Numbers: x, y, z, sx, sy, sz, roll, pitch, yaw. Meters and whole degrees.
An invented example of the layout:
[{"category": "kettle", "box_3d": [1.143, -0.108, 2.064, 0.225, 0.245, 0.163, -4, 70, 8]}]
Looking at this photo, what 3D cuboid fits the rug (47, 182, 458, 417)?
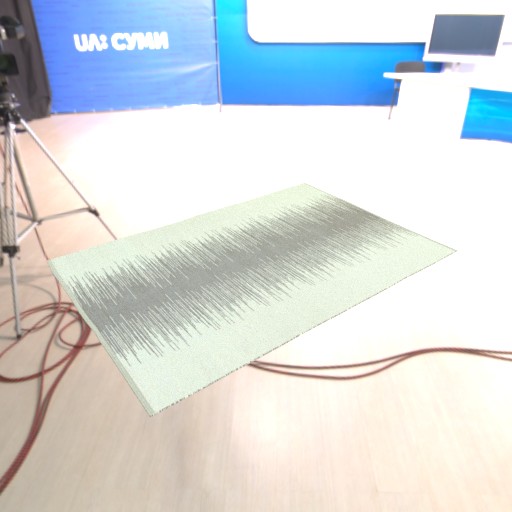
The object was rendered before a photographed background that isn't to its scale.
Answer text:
[{"category": "rug", "box_3d": [0.000, 0.000, 2.344, 1.815, 0.007, 1.226, -21, 37, -31]}]
